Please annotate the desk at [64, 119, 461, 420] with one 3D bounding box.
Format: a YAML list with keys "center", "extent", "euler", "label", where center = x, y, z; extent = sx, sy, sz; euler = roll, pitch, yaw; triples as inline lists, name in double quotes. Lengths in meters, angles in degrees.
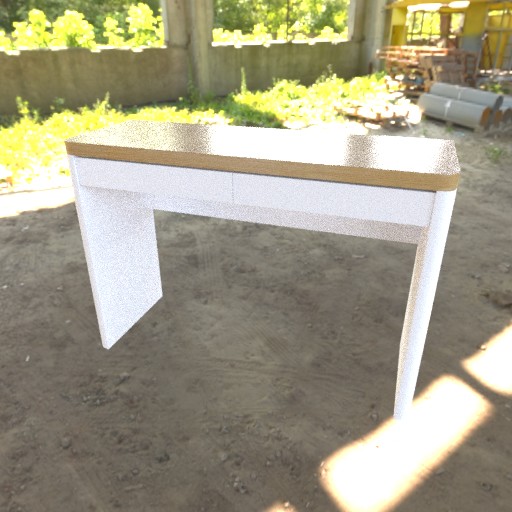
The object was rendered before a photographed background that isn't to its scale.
- center: [0.000, 0.000, 1.476]
  extent: [1.100, 0.760, 0.390]
  euler: [9, 28, 17]
  label: "desk"
